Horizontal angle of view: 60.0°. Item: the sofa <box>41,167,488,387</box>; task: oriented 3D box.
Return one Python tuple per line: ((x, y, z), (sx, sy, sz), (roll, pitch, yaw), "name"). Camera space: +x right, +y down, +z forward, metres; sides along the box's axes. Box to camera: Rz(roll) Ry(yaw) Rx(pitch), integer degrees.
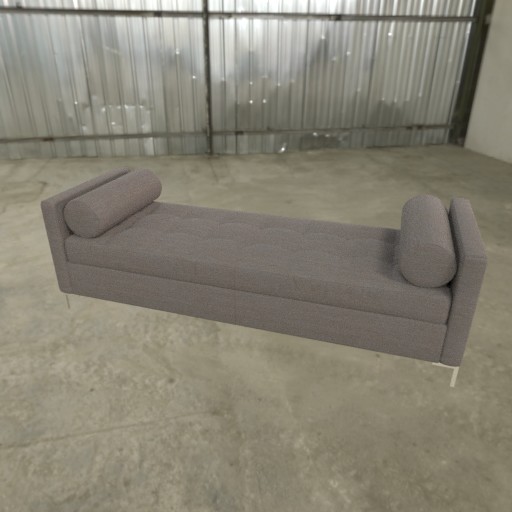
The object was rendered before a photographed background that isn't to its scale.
((0.000, 0.000, 2.283), (1.981, 0.635, 0.686), (8, 27, 16), "sofa")
